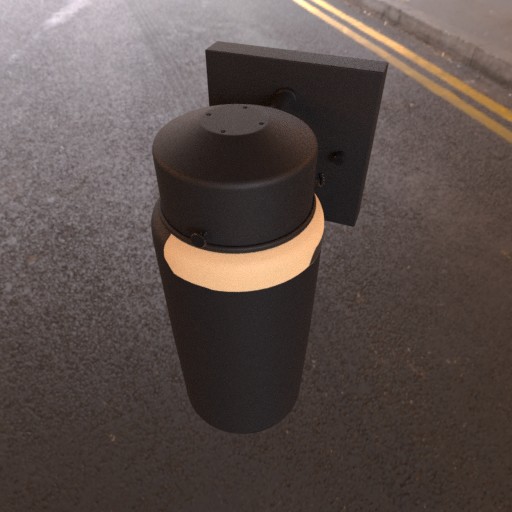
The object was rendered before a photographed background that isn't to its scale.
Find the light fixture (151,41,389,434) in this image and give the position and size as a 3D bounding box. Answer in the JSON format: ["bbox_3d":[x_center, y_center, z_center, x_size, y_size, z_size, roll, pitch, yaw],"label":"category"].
[{"bbox_3d":[0.000,0.000,0.349,0.130,0.257,0.176,14,44,15],"label":"light fixture"}]
